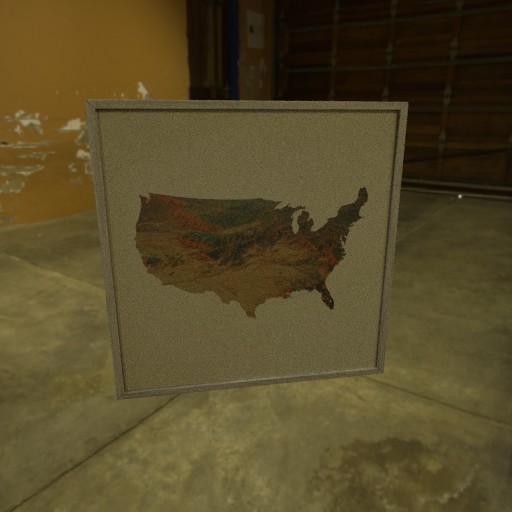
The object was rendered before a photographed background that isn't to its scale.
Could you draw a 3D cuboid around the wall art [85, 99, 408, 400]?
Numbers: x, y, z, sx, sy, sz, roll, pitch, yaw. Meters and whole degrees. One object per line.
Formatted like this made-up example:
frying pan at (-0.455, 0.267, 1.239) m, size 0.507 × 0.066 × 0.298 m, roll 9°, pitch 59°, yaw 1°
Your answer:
wall art at (0.000, 0.000, 0.767) m, size 0.508 × 0.507 × 0.016 m, roll -3°, pitch 17°, yaw -9°
